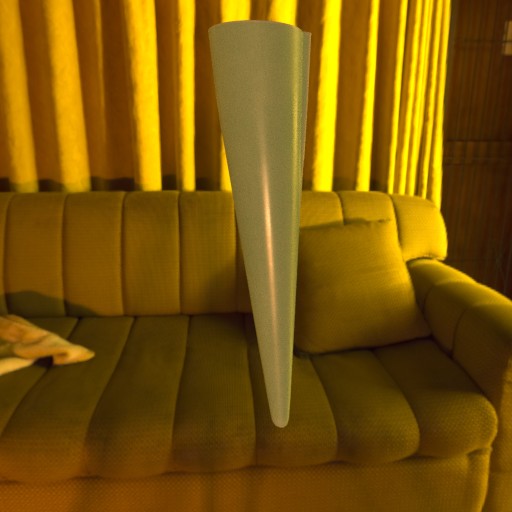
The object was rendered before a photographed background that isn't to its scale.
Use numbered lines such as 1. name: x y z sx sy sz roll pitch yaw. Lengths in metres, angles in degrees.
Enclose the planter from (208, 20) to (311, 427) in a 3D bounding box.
1. planter: 0.000 0.000 0.290 0.055 0.268 0.054 -7 16 -24
